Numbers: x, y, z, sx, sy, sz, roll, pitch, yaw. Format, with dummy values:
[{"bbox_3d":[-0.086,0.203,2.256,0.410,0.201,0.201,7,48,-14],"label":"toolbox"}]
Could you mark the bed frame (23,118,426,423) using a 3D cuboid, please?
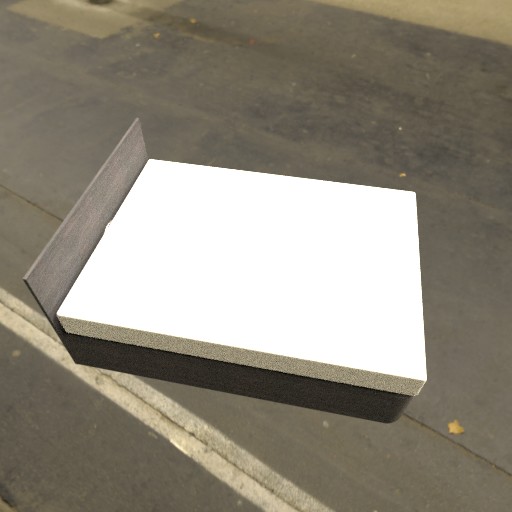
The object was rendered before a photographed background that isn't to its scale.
[{"bbox_3d":[0.000,0.000,2.659,1.900,0.800,1.400,9,49,8],"label":"bed frame"}]
